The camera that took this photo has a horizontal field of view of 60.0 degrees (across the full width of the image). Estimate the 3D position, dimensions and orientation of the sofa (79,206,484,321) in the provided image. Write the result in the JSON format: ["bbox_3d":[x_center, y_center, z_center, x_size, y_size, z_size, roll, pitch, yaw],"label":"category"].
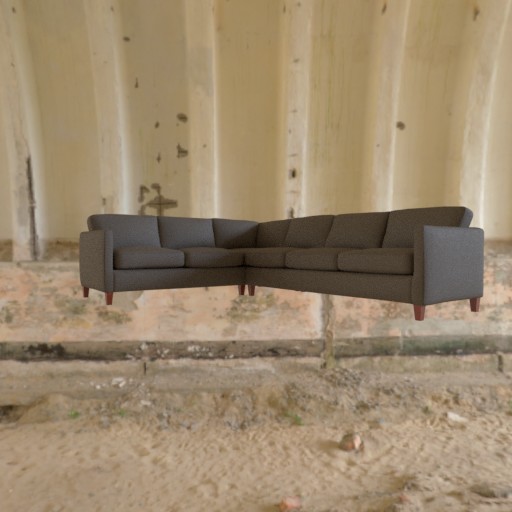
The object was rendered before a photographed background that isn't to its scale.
[{"bbox_3d":[0.000,0.000,4.392,2.593,0.947,3.302,-1,1,-36],"label":"sofa"}]
